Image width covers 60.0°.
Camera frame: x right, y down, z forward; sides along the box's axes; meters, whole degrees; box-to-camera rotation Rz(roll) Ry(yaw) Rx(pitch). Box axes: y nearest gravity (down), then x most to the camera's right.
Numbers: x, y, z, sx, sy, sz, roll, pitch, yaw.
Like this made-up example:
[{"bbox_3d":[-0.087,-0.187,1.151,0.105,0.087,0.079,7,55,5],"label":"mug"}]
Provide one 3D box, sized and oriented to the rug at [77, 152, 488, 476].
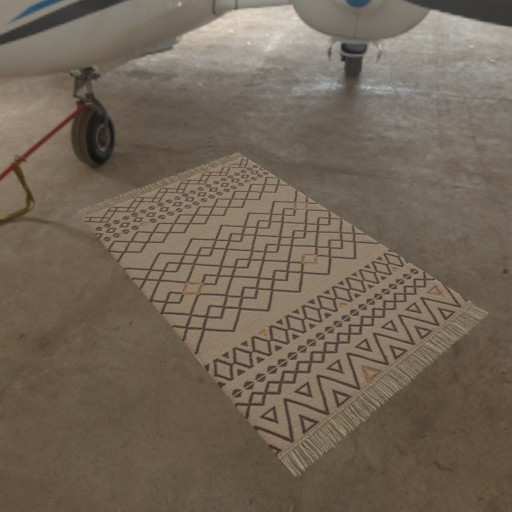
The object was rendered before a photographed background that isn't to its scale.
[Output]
[{"bbox_3d":[0.000,0.000,2.399,1.224,0.028,2.023,-27,48,-28],"label":"rug"}]
